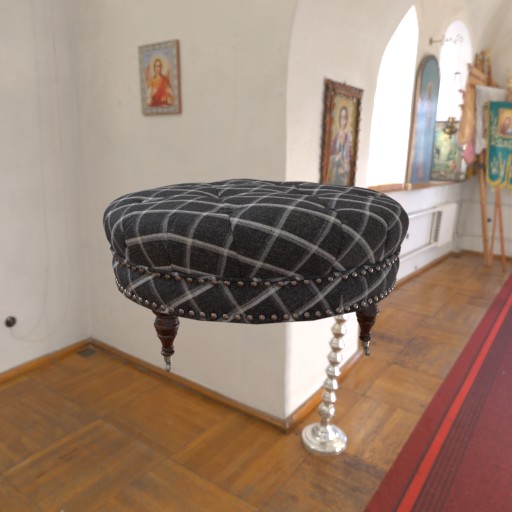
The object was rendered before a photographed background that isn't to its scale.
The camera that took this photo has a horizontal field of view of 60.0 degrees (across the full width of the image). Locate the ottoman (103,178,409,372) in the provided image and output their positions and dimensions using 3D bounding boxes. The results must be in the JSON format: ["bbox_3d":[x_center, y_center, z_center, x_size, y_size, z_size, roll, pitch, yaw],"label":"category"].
[{"bbox_3d":[0.000,0.000,1.387,0.901,0.439,0.901,0,14,0],"label":"ottoman"}]
